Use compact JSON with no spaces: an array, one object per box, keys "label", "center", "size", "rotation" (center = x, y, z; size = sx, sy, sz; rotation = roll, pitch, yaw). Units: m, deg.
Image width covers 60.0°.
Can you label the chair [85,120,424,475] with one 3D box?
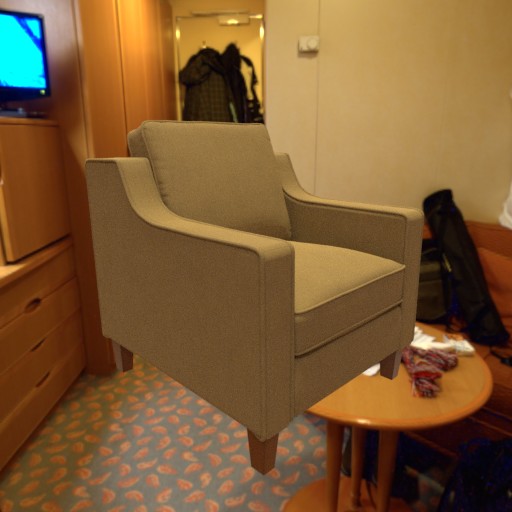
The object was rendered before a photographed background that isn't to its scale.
[{"label":"chair","center":[0.000,0.000,1.634],"size":[0.831,0.960,0.909],"rotation":[-14,21,-43]}]
